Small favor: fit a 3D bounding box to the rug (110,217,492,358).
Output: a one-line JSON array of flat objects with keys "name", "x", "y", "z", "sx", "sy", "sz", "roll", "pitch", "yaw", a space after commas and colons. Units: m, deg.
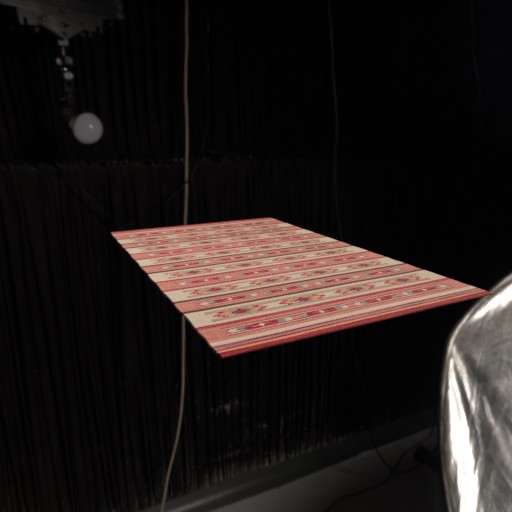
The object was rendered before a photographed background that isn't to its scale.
[{"name": "rug", "x": 0.000, "y": 0.000, "z": 3.017, "sx": 1.535, "sy": 0.010, "sz": 2.431, "roll": -8, "pitch": 17, "yaw": -26}]
